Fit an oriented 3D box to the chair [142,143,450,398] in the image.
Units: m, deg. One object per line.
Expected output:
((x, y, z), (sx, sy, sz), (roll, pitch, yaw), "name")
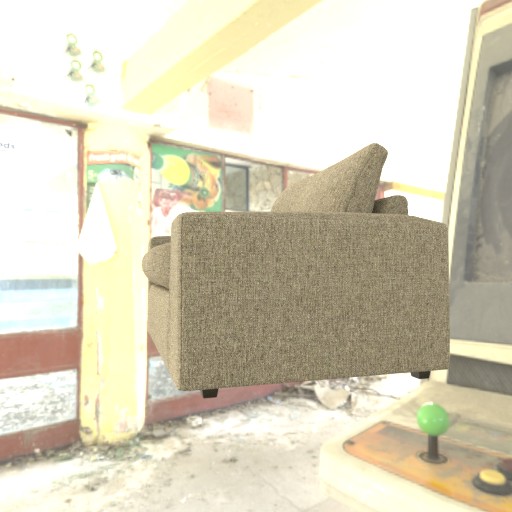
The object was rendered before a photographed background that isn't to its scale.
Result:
((0.000, 0.000, 2.118), (1.039, 0.915, 1.398), (1, -2, -17), "chair")
